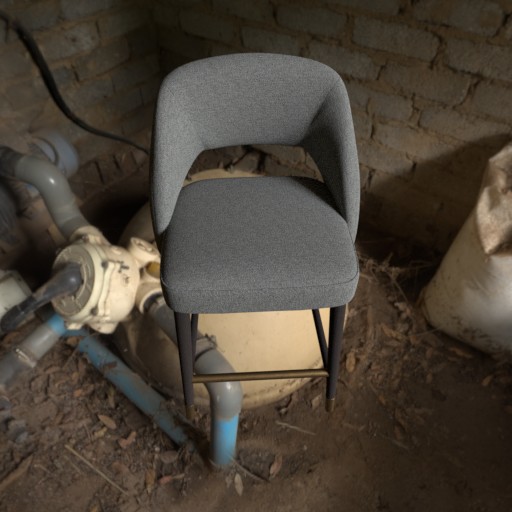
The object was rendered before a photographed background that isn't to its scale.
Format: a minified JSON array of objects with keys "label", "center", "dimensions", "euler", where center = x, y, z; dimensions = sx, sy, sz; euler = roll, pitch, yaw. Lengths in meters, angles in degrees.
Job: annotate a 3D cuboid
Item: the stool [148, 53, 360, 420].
[{"label":"stool","center":[0.000,0.000,1.246],"dimensions":[0.536,0.925,0.524],"euler":[-2,46,-2]}]
